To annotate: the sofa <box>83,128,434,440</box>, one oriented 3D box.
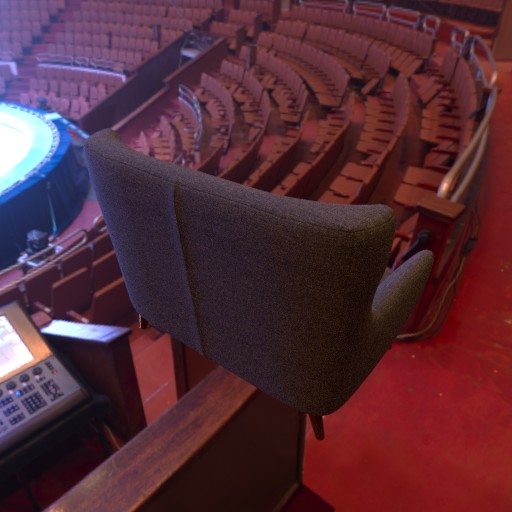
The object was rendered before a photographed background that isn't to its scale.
[{"bbox_3d":[0.000,0.000,1.996,1.358,1.028,0.874,22,38,32],"label":"sofa"}]
